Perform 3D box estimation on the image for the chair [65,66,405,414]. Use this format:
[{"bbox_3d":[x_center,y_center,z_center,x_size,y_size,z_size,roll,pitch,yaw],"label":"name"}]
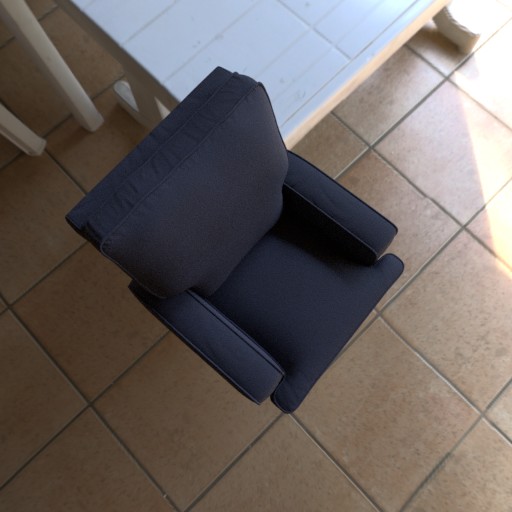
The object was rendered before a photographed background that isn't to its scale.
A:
[{"bbox_3d":[0.000,0.000,1.725,0.964,0.962,0.861,39,78,10],"label":"chair"}]
